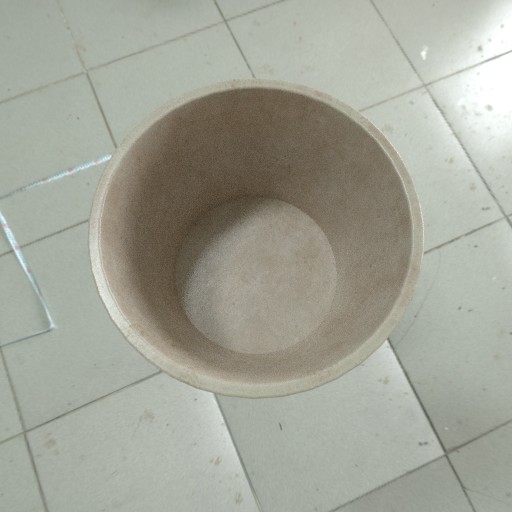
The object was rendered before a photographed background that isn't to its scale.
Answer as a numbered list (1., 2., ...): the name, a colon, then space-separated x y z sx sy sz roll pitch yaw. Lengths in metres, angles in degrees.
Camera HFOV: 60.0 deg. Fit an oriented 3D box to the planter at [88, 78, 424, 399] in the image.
1. planter: 0.000 0.000 0.277 0.164 0.127 0.164 0 75 0
